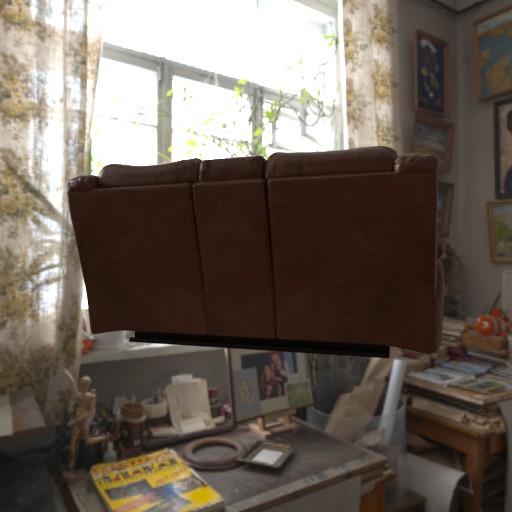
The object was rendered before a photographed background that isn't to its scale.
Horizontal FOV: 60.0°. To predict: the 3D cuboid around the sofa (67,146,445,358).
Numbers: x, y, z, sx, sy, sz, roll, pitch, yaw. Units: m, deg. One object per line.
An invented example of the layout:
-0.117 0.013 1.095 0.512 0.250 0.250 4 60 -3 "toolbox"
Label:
0.000 0.000 2.647 2.058 1.043 0.991 0 -1 17 "sofa"
